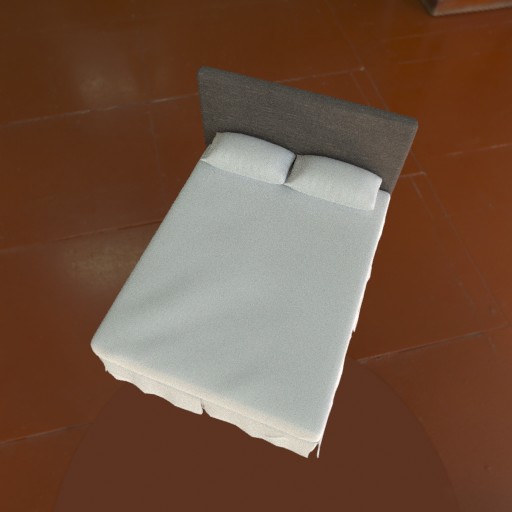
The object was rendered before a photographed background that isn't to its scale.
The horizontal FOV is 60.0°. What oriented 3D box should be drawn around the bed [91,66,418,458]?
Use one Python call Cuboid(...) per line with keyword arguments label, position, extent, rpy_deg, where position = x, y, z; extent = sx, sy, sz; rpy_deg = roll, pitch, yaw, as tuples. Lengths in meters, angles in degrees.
Cuboid(label="bed", position=(0.000, 0.000, 3.214), extent=(1.723, 1.330, 2.142), rpy_deg=(18, 61, 11))
